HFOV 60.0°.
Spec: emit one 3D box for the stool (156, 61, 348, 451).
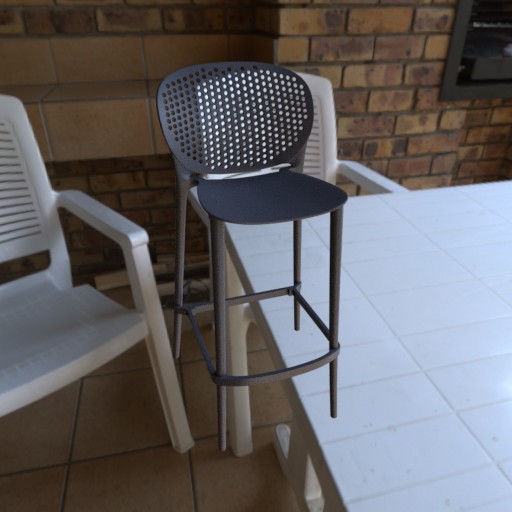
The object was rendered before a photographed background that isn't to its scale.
[{"bbox_3d":[0.000,0.000,1.362,0.536,1.045,0.535,-10,31,-16],"label":"stool"}]
